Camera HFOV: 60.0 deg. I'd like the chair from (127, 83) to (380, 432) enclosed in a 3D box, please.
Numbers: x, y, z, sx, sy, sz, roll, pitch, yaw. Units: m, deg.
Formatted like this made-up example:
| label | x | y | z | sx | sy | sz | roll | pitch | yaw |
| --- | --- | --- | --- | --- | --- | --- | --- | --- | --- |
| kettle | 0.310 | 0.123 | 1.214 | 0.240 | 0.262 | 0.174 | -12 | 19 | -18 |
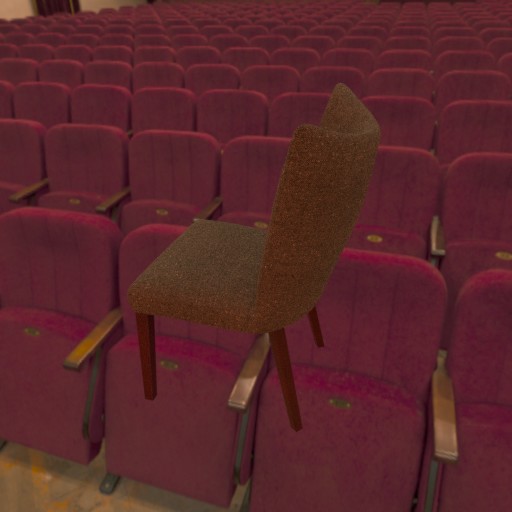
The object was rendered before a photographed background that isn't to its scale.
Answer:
| label | x | y | z | sx | sy | sz | roll | pitch | yaw |
| --- | --- | --- | --- | --- | --- | --- | --- | --- | --- |
| chair | 0.000 | 0.000 | 1.332 | 0.623 | 0.924 | 0.535 | 9 | 31 | 15 |
